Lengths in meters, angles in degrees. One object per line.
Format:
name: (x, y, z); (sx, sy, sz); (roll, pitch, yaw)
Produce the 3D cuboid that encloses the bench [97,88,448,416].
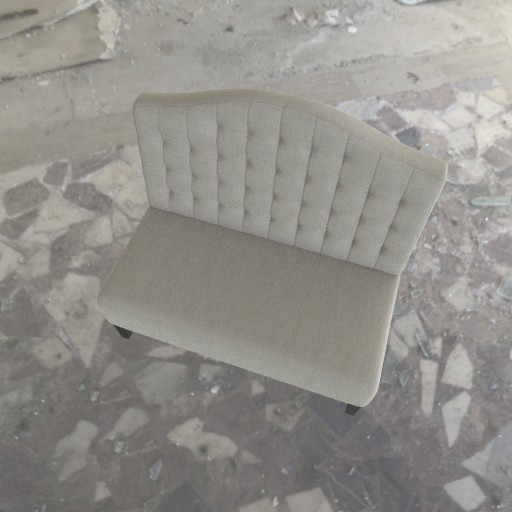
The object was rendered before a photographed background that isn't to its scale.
bench: (0.000, 0.000, 2.017); (1.335, 1.180, 0.815); (16, 60, 10)
